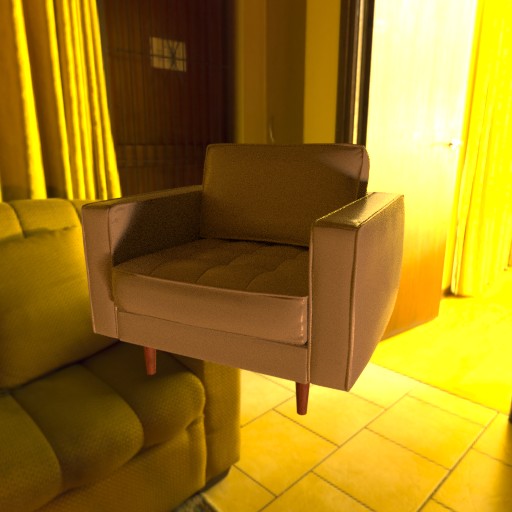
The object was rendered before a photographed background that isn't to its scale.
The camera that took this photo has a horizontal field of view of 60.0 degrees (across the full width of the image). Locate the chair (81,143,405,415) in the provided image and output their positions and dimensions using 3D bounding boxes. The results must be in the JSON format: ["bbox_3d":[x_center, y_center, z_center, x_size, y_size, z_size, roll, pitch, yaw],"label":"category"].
[{"bbox_3d":[0.000,0.000,1.569,0.928,0.773,0.843,7,16,24],"label":"chair"}]
